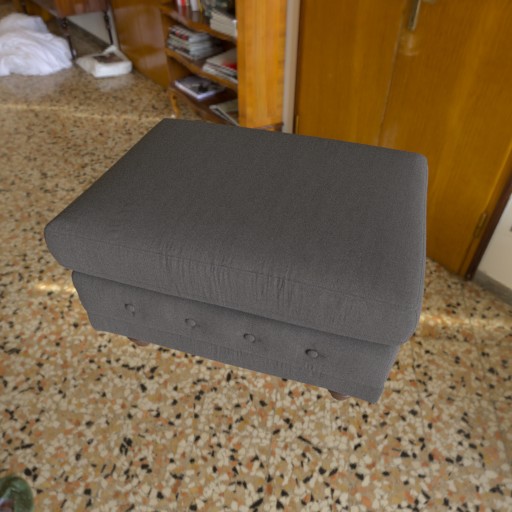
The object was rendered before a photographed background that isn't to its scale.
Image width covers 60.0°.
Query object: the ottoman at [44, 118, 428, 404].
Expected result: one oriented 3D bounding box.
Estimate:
[{"bbox_3d":[0.000,0.000,1.162,0.771,0.500,0.569,12,43,13],"label":"ottoman"}]
